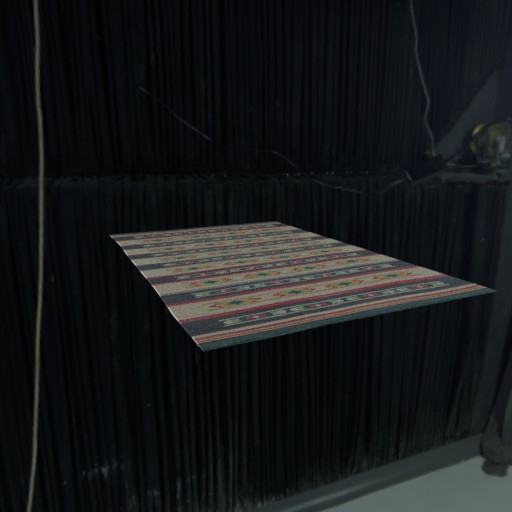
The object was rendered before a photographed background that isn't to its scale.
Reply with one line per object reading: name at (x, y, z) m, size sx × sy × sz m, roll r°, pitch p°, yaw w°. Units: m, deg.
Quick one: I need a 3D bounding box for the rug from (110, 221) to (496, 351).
rug at (0.000, 0.000, 2.874) m, size 1.522 × 0.010 × 2.311 m, roll -7°, pitch 15°, yaw -25°
